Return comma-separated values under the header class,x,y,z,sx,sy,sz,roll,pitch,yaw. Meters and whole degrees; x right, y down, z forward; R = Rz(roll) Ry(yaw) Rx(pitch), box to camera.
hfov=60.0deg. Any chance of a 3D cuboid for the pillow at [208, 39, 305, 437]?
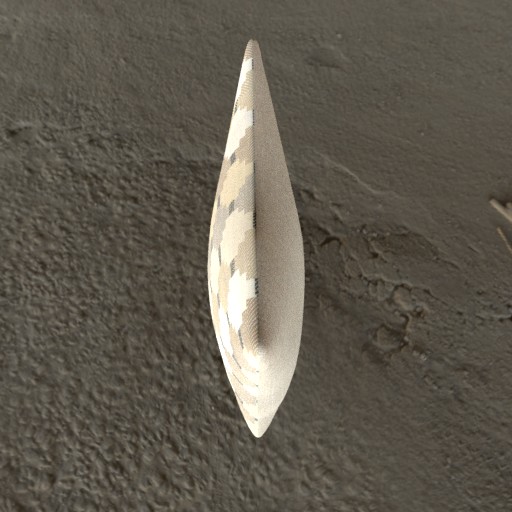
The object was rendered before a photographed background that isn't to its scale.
class,x,y,z,sx,sy,sz,roll,pitch,yaw
pillow,0.000,0.000,0.863,0.192,0.558,0.578,-1,59,-1
